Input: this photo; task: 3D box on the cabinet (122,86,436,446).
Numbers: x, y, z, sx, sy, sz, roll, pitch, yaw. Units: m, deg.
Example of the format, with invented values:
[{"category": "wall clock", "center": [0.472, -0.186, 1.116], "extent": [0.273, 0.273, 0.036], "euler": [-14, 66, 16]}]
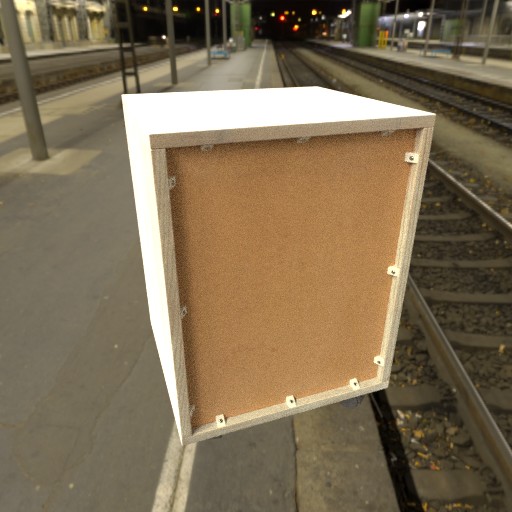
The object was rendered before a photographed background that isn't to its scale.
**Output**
[{"category": "cabinet", "center": [0.000, 0.000, 0.876], "extent": [0.409, 0.579, 0.401], "euler": [-9, 28, -18]}]
